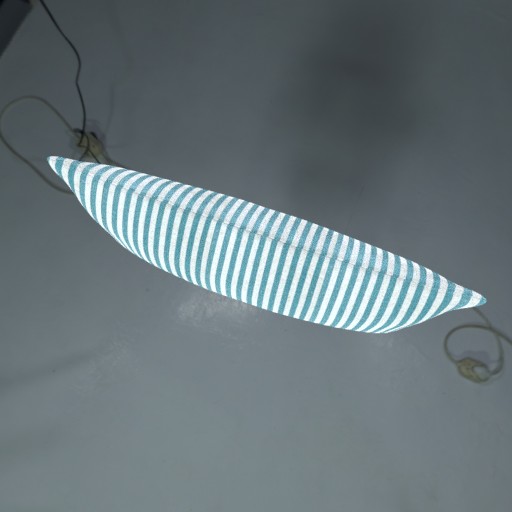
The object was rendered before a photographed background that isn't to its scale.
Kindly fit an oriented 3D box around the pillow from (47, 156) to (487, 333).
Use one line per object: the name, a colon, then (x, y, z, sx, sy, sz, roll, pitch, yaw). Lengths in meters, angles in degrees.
pillow: (0.000, 0.000, 0.726, 0.617, 0.295, 0.151, 18, 75, 5)
